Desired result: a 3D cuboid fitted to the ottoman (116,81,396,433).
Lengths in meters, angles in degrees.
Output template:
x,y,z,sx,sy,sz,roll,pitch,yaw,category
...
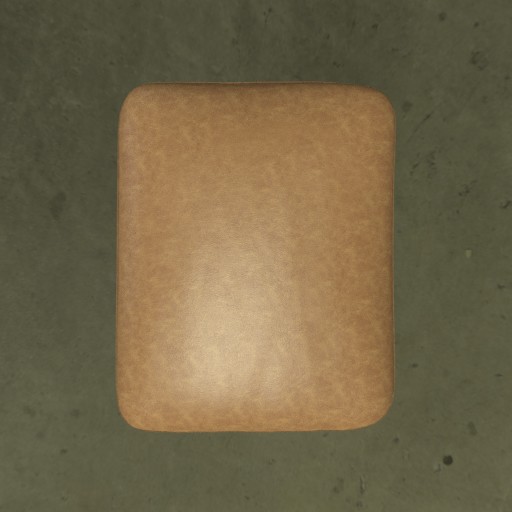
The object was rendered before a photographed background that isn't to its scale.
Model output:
x,y,z,sx,sy,sz,roll,pitch,yaw,category
0.000,0.000,1.105,0.593,0.478,0.747,0,90,0,ottoman
